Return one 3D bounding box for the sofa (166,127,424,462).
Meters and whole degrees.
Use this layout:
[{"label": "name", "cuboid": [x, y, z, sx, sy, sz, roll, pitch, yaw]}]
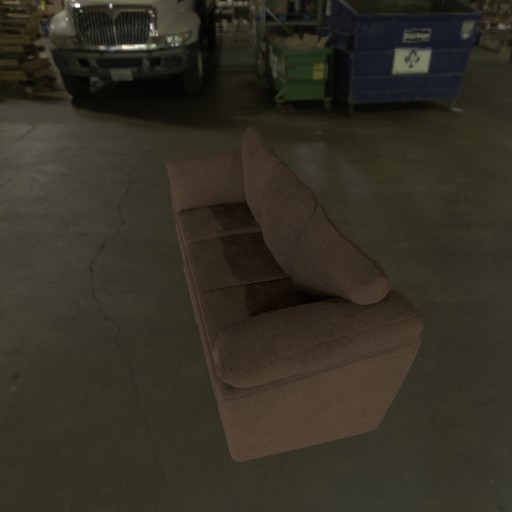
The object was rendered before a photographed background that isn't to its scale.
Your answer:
[{"label": "sofa", "cuboid": [0.000, 0.000, 2.788, 0.878, 1.015, 2.336, -8, 33, -13]}]
